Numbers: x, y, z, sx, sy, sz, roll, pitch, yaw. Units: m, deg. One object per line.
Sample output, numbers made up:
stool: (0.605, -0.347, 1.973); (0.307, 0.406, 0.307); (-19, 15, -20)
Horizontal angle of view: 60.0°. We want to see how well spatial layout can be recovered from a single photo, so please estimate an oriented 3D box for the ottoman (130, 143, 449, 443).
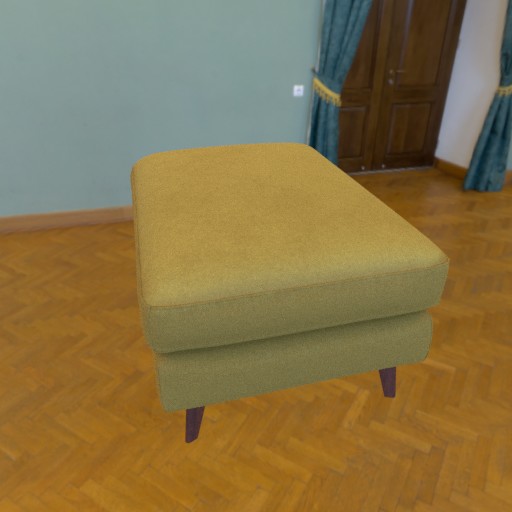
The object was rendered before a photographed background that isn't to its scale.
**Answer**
ottoman: (0.000, 0.000, 1.186); (0.608, 0.449, 0.811); (-8, 31, -13)
